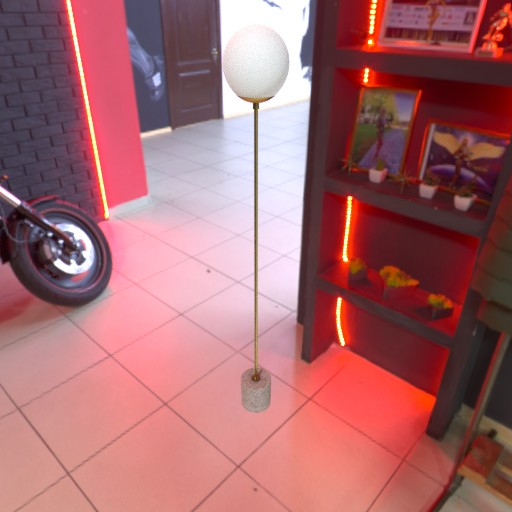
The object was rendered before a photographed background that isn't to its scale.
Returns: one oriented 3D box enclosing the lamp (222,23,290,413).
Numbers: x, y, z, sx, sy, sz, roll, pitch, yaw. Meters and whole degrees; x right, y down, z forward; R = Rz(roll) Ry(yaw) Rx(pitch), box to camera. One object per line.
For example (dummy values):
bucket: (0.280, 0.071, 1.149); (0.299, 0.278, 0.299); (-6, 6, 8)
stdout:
lamp: (0.000, 0.000, 1.880); (0.229, 1.748, 0.229); (-8, 31, -13)
